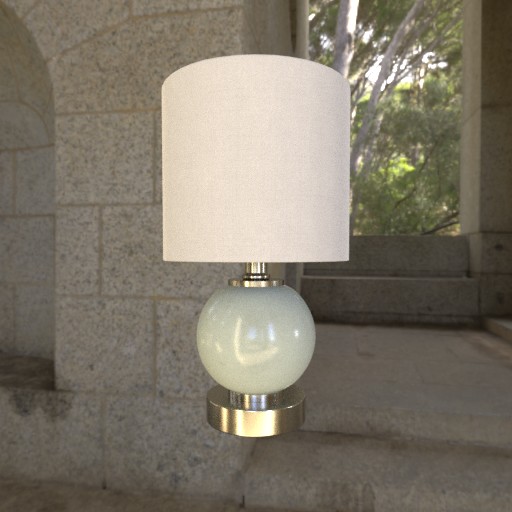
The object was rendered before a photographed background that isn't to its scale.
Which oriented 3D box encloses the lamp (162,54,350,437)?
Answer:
[{"bbox_3d":[0.000,0.000,0.485,0.201,0.353,0.201,0,1,-19],"label":"lamp"}]
